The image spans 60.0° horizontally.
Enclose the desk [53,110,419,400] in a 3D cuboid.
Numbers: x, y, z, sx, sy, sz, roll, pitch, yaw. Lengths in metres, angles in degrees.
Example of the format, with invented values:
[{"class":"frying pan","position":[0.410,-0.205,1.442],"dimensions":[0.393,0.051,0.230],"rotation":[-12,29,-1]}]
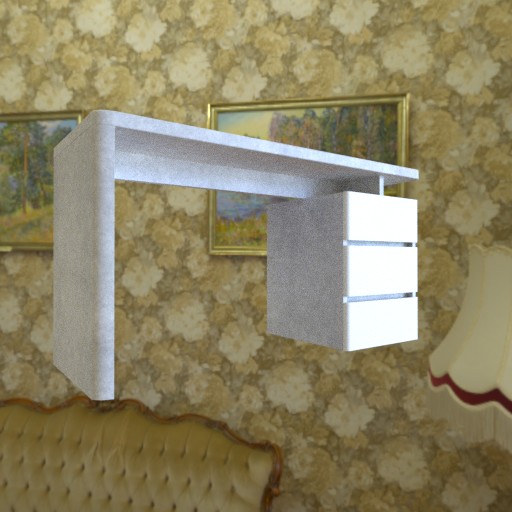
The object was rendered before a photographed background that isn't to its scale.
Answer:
[{"class":"desk","position":[0.000,0.000,1.760],"dimensions":[1.400,0.755,0.550],"rotation":[0,0,-36]}]
